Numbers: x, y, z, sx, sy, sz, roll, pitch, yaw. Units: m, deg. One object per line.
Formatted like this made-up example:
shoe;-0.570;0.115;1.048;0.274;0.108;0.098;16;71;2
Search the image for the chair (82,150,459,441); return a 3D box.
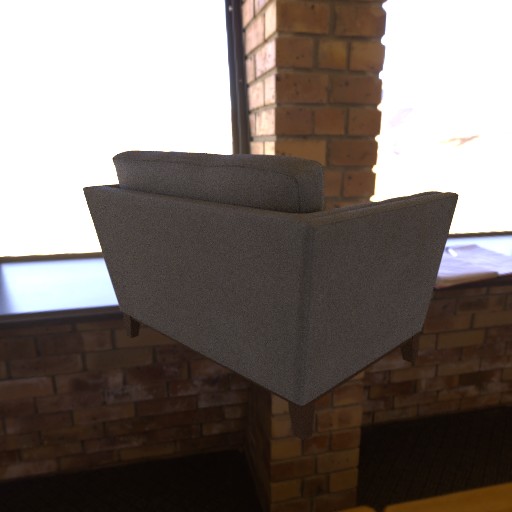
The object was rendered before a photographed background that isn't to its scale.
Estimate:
chair;0.000;0.000;2.032;0.965;0.942;1.396;-14;20;-43
